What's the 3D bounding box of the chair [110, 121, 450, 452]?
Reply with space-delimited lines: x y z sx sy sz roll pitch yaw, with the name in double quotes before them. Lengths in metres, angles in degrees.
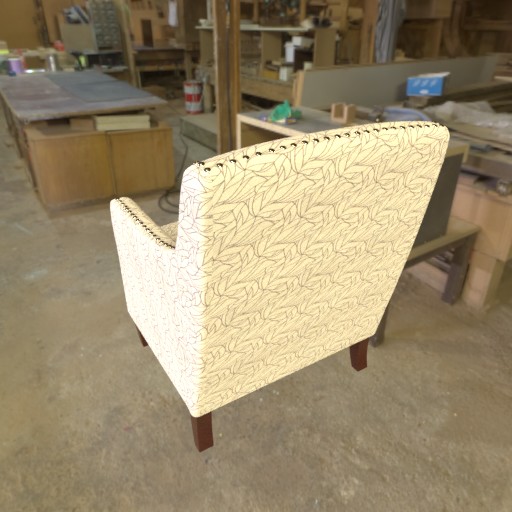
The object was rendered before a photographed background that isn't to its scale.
"chair" 0.000 0.000 1.256 0.623 0.816 0.651 -17 33 -28
